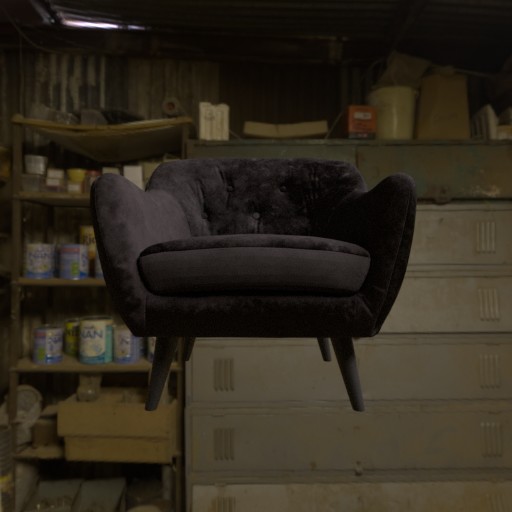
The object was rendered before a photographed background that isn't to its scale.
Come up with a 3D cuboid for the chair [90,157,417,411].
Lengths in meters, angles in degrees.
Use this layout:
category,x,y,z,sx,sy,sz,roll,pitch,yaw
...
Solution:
category,x,y,z,sx,sy,sz,roll,pitch,yaw
chair,0.000,0.000,1.479,0.840,0.807,0.819,0,0,0
